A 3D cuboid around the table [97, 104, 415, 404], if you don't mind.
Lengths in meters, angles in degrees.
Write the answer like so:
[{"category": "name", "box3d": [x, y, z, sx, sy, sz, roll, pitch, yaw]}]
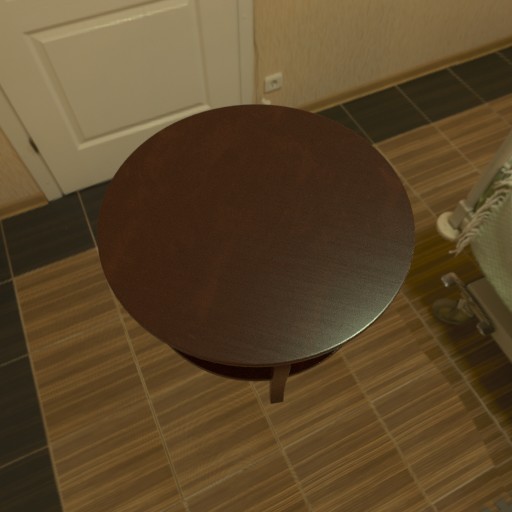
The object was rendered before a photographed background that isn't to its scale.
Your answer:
[{"category": "table", "box3d": [0.000, 0.000, 1.507, 0.911, 0.512, 0.911, 0, 59, 0]}]
